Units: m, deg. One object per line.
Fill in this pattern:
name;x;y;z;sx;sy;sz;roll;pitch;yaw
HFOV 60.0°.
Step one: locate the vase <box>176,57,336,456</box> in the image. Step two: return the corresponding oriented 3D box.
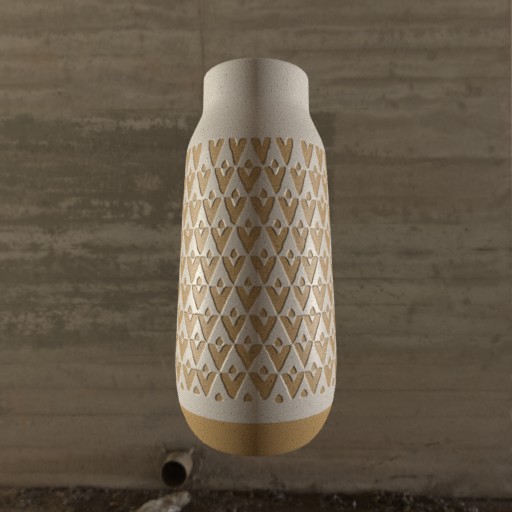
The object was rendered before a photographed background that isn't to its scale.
vase;0.000;0.000;0.385;0.137;0.307;0.137;0;0;0
